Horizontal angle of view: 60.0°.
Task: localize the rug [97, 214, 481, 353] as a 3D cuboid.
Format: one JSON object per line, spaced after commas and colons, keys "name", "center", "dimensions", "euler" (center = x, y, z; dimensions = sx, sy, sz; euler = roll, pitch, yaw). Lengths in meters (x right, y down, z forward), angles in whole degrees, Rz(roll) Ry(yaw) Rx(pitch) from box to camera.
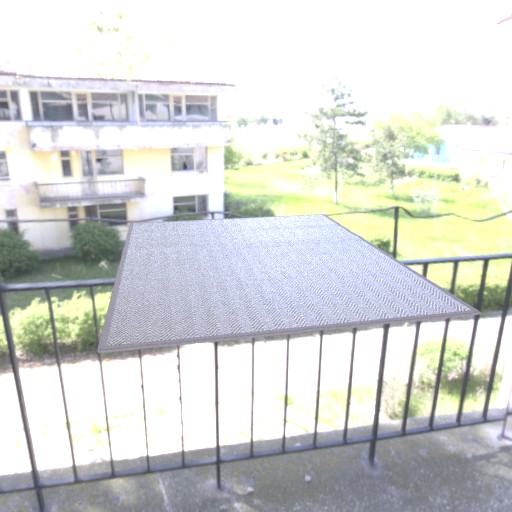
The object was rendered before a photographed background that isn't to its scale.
{"name": "rug", "center": [0.000, 0.000, 4.093], "dimensions": [2.434, 0.032, 3.007], "euler": [-4, 19, -11]}
